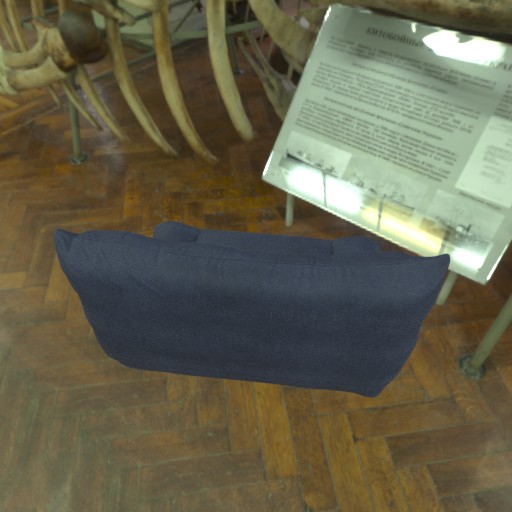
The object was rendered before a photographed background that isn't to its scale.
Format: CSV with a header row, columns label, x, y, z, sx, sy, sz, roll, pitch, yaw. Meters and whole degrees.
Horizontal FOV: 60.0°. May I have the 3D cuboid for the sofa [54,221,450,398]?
label,x,y,z,sx,sy,sz,roll,pitch,yaw
sofa,0.000,0.000,1.704,1.122,0.778,0.849,5,47,5
